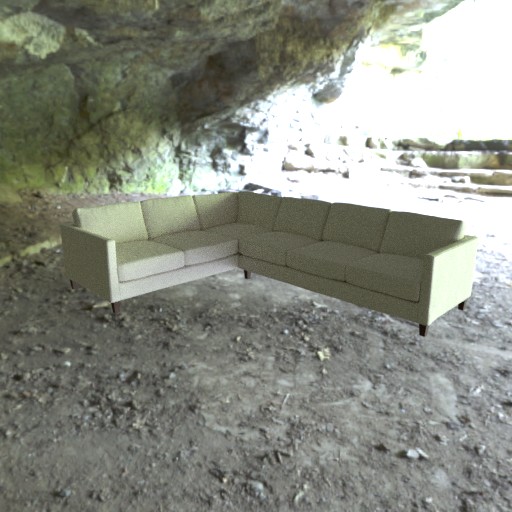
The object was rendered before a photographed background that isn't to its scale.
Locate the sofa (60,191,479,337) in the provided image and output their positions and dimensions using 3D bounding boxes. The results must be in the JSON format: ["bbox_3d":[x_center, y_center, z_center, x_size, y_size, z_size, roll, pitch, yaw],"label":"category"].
[{"bbox_3d":[0.000,0.000,4.234,2.432,0.863,3.182,-15,21,-43],"label":"sofa"}]
